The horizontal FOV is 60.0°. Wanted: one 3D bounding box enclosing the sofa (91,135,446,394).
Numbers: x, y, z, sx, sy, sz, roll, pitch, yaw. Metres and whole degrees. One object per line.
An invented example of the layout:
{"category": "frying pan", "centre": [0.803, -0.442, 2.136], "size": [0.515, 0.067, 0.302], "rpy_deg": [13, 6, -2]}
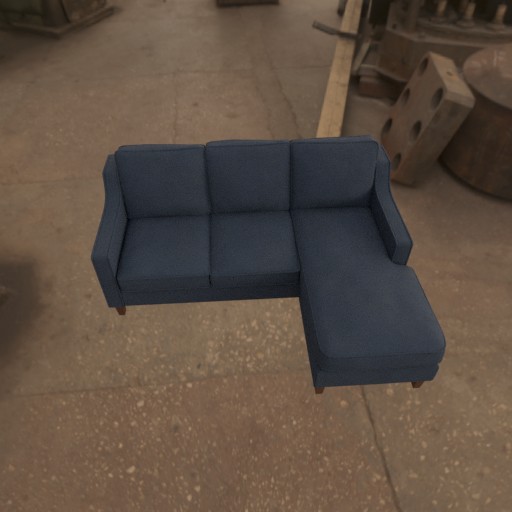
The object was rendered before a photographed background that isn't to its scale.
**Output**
{"category": "sofa", "centre": [0.000, 0.000, 3.301], "size": [2.317, 1.066, 1.858], "rpy_deg": [-3, 45, -3]}
